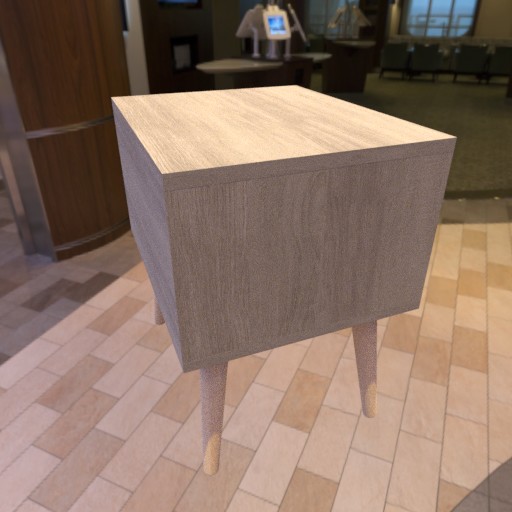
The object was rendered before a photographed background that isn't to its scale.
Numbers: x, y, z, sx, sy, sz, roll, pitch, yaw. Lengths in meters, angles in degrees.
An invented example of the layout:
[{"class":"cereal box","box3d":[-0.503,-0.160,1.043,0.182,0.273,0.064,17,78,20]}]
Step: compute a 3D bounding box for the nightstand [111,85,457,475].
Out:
[{"class":"nightstand","box3d":[0.000,0.000,0.800,0.380,0.500,0.450,-11,31,-19]}]
